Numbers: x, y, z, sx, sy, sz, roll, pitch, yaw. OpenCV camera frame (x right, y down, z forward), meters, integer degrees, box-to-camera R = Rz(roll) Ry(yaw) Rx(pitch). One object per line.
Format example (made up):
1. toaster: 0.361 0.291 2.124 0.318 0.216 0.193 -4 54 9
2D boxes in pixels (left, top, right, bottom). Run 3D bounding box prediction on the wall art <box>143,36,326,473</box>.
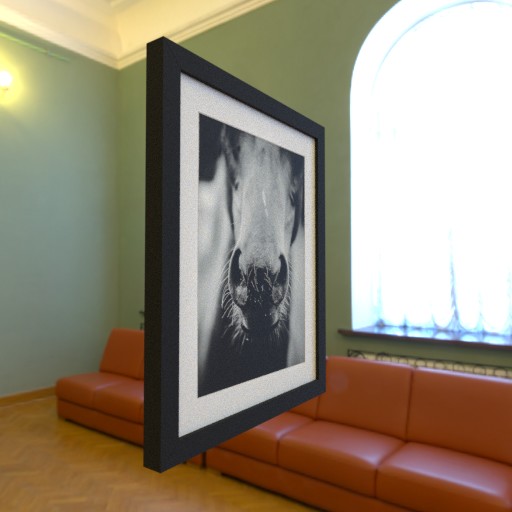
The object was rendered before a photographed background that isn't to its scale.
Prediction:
1. wall art: 0.000 0.000 0.760 0.033 0.559 0.457 -1 -2 36
